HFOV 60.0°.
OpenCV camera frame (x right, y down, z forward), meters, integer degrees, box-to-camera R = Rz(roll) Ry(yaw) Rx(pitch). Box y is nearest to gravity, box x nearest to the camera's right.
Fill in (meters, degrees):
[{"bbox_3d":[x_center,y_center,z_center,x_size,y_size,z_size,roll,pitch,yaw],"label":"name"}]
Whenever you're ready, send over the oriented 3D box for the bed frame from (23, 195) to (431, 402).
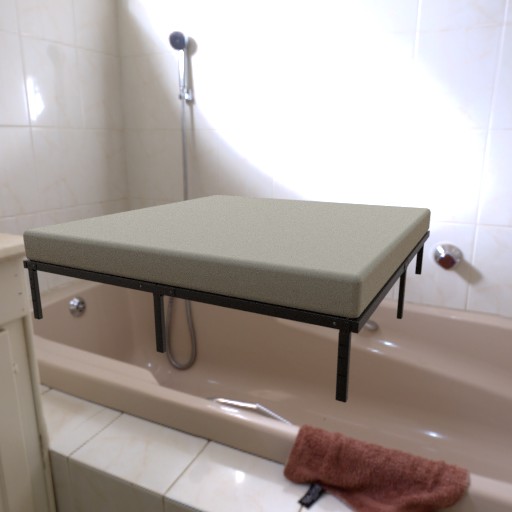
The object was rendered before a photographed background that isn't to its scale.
[{"bbox_3d":[0.000,0.000,3.860,2.526,0.680,2.635,7,16,27],"label":"bed frame"}]
